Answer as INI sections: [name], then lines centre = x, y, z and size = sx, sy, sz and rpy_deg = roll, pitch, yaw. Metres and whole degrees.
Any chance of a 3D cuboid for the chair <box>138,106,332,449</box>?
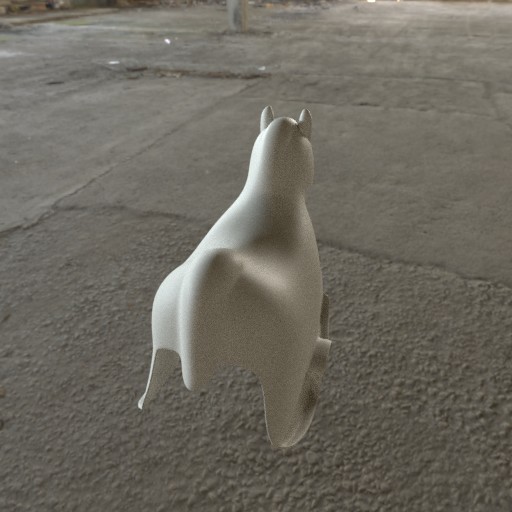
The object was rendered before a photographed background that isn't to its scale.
[chair]
centre = 0.000, 0.000, 1.126
size = 0.429, 0.612, 0.800
rpy_deg = 10, 34, 15
